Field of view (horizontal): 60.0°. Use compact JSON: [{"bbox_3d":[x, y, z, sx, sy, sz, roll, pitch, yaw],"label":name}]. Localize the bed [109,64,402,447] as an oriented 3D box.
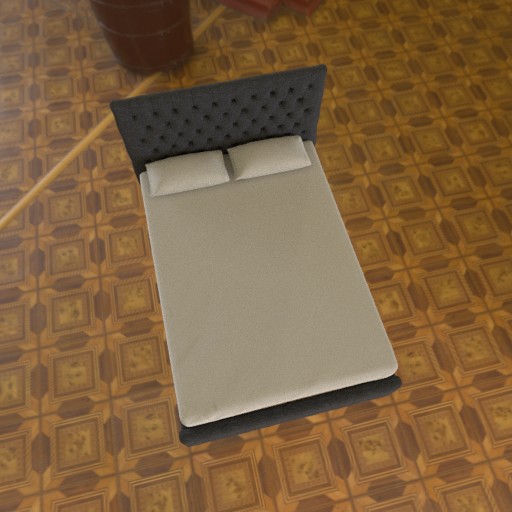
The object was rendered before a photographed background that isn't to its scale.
[{"bbox_3d":[0.000,0.000,3.489,1.698,1.427,2.387,-12,64,-6],"label":"bed"}]
